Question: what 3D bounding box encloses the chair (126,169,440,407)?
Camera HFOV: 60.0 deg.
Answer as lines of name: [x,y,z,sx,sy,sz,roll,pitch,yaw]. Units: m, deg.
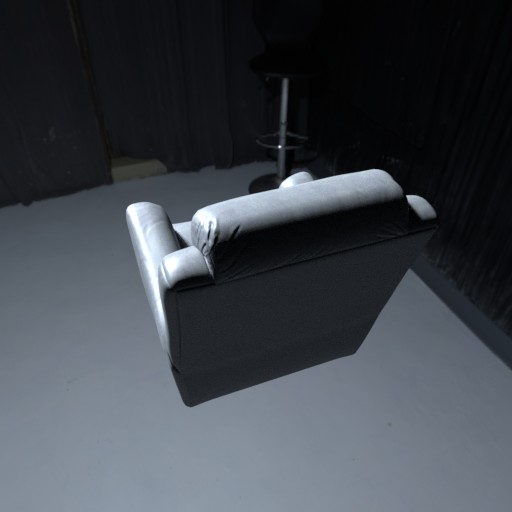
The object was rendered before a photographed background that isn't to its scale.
chair: [0.000,0.000,1.902,0.967,1.116,1.068,-14,42,-15]
